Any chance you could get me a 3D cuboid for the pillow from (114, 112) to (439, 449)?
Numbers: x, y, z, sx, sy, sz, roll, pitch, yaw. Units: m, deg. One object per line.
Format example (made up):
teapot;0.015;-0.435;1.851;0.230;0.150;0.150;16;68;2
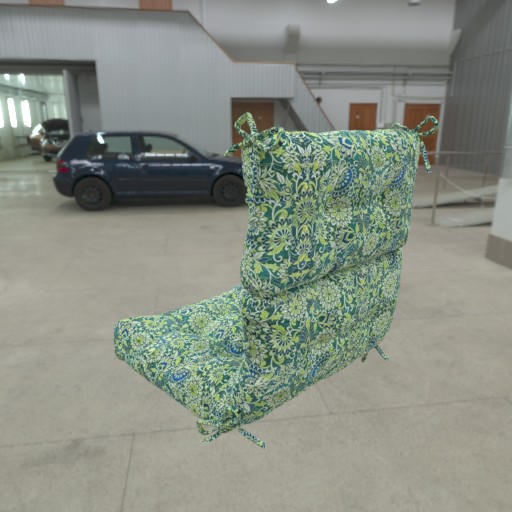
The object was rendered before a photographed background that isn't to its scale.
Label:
pillow;0.000;0.000;0.999;0.519;0.605;0.571;-15;23;-42
